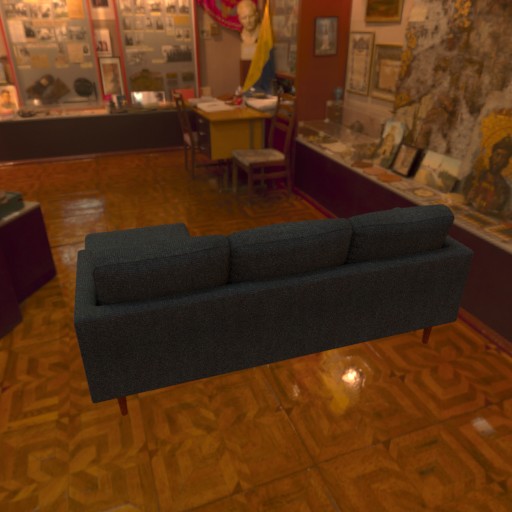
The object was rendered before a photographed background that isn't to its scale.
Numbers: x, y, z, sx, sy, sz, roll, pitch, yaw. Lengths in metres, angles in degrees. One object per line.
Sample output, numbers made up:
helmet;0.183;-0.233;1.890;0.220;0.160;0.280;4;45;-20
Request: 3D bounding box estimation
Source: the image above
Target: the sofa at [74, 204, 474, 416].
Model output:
sofa;0.000;0.000;3.021;2.233;0.956;1.504;-9;29;-16
